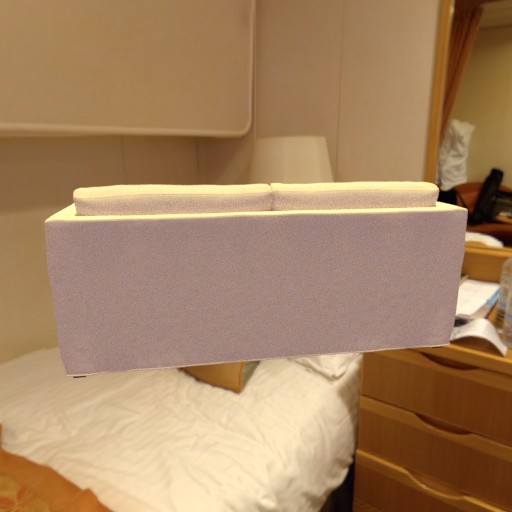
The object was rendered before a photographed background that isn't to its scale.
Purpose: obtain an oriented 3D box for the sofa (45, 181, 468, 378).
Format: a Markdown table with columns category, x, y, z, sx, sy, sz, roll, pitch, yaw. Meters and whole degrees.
| category | x | y | z | sx | sy | sz | roll | pitch | yaw |
| --- | --- | --- | --- | --- | --- | --- | --- | --- | --- |
| sofa | 0.000 | 0.000 | 2.504 | 1.987 | 0.870 | 0.940 | -2 | 15 | -10 |
